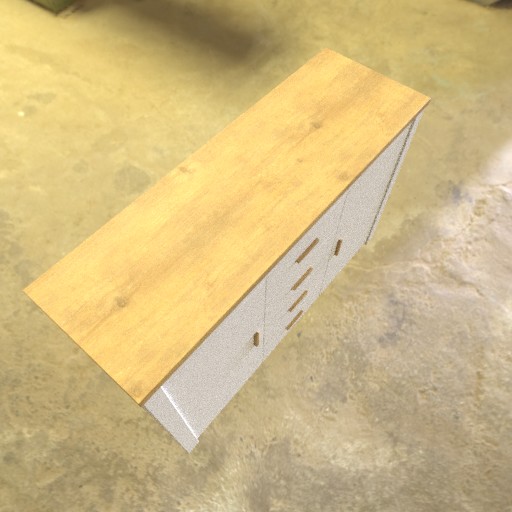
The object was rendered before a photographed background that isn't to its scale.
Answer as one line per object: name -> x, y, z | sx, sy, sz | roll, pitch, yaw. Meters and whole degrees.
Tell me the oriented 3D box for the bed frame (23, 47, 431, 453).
bed frame -> 0.000, 0.000, 1.655 | 0.430, 0.850, 1.300 | 36, 65, 20
